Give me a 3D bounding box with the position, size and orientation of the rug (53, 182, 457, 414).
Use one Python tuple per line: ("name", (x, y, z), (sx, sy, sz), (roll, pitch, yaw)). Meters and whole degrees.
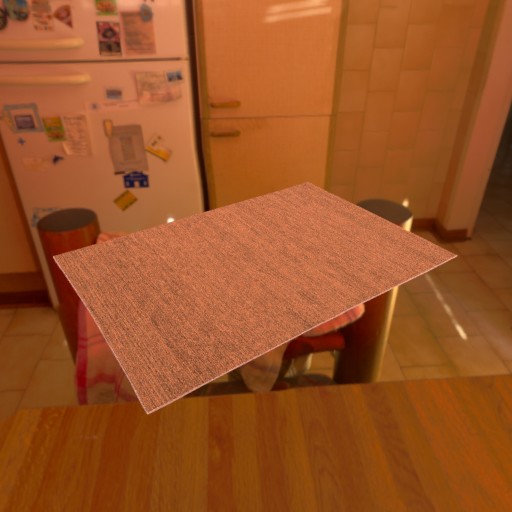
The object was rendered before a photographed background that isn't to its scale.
("rug", (0.000, 0.000, 3.103), (2.338, 0.030, 1.616), (-20, 37, -29))
